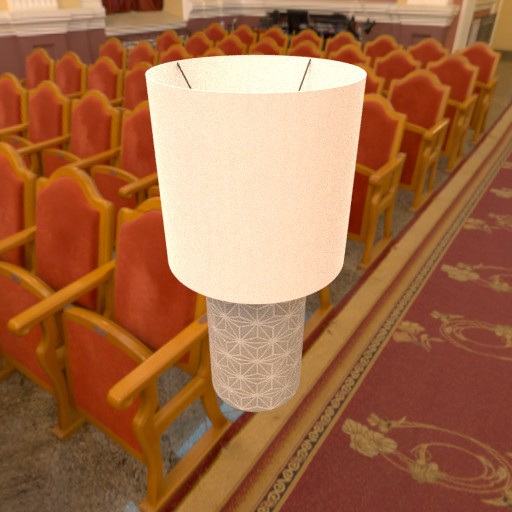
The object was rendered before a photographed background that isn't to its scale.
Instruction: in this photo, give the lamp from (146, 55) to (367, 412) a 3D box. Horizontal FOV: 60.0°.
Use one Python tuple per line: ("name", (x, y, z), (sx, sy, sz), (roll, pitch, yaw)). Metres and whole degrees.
("lamp", (0.000, 0.000, 0.531), (0.206, 0.416, 0.206), (21, 37, 30))
